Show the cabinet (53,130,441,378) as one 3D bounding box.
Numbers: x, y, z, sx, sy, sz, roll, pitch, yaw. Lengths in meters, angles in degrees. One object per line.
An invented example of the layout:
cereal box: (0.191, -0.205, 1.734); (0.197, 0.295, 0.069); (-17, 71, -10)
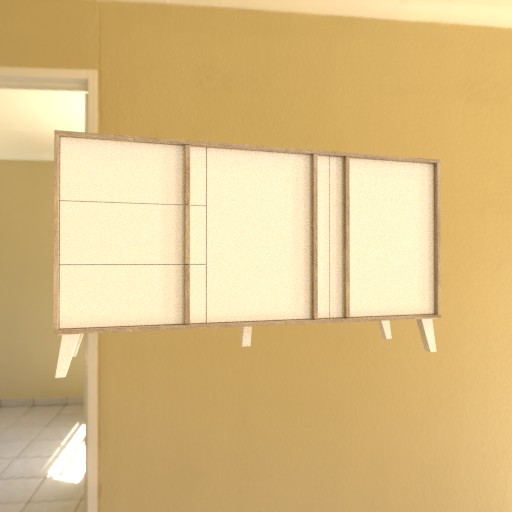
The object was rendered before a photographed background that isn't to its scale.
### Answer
cabinet: (0.000, 0.000, 1.983); (1.600, 0.870, 0.450); (0, -1, -16)
